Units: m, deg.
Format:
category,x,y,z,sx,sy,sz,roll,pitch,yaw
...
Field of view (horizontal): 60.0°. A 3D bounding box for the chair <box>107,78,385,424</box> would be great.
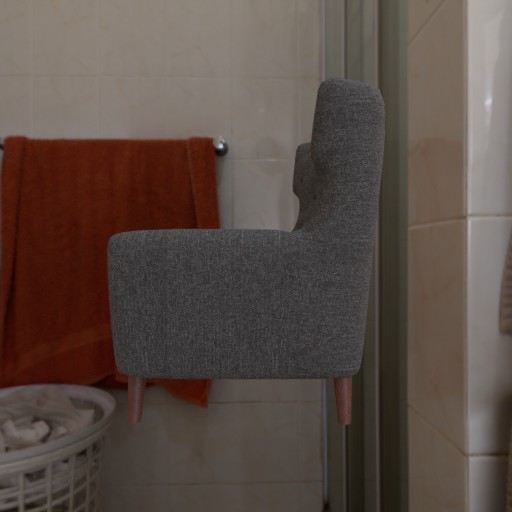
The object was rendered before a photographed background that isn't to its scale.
category,x,y,z,sx,sy,sz,roll,pitch,yaw
chair,0.000,0.000,1.721,0.904,1.063,0.878,0,1,0
